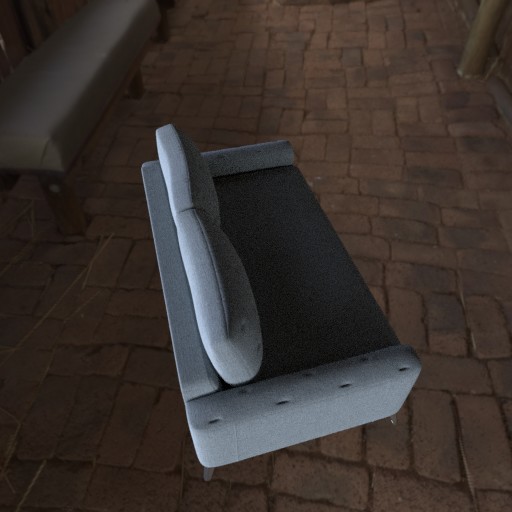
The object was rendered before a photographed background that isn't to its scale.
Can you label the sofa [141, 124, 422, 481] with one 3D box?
[{"bbox_3d":[0.000,0.000,2.166,0.920,0.790,1.650,-12,48,-11],"label":"sofa"}]
